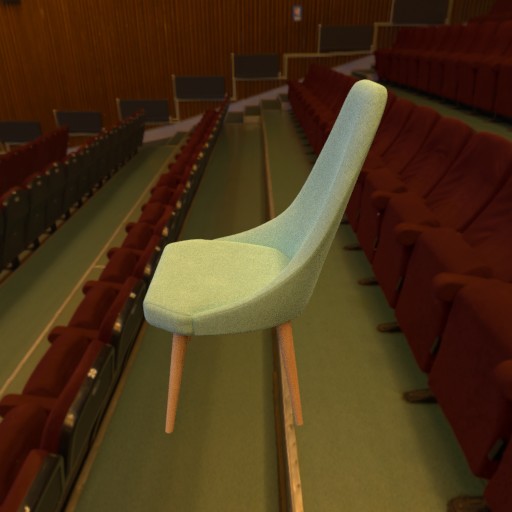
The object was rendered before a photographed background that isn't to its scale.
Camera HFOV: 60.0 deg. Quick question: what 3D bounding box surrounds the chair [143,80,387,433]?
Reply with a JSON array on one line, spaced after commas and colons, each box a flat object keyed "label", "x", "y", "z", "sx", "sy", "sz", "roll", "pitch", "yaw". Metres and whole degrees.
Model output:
[{"label": "chair", "x": 0.000, "y": 0.000, "z": 1.418, "sx": 0.660, "sy": 1.040, "sz": 0.510, "roll": 0, "pitch": 27, "yaw": -1}]
